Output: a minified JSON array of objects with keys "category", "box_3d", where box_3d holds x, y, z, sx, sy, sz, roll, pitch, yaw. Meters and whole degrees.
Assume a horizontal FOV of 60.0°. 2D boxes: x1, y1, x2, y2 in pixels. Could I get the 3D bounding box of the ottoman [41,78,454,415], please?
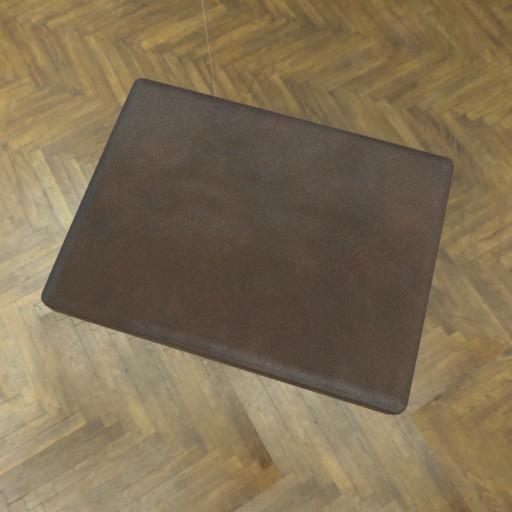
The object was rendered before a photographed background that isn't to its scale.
[{"category":"ottoman","box_3d":[0.000,0.000,1.182,0.795,0.509,0.588,16,75,4]}]
